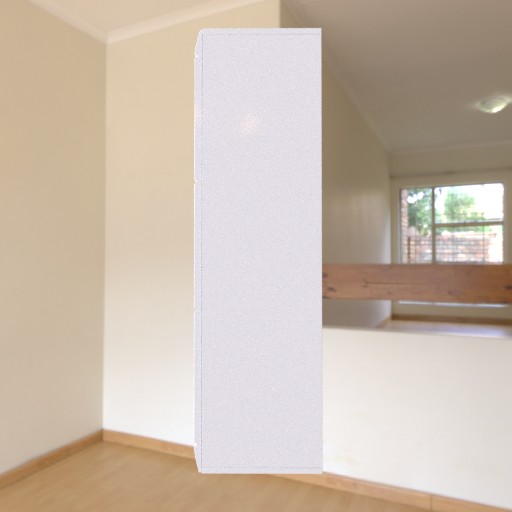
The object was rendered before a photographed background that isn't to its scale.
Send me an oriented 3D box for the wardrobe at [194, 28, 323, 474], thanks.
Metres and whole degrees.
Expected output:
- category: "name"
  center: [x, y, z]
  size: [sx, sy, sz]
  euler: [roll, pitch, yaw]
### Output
- category: "wardrobe"
  center: [0.000, 0.000, 1.848]
  size: [0.360, 1.200, 1.340]
  euler: [0, -1, 0]
